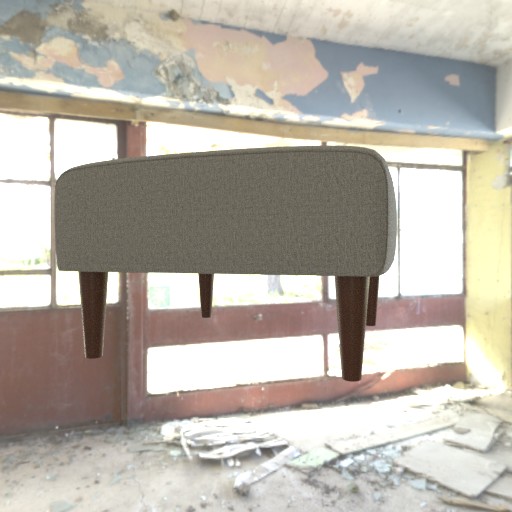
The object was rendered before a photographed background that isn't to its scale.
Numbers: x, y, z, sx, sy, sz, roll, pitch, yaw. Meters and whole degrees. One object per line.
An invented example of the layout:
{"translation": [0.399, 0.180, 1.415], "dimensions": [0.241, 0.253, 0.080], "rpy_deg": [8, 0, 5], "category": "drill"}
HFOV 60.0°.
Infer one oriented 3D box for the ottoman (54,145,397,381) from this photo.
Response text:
{"translation": [0.000, 0.000, 1.070], "dimensions": [0.648, 0.399, 0.655], "rpy_deg": [0, 1, 17], "category": "ottoman"}
